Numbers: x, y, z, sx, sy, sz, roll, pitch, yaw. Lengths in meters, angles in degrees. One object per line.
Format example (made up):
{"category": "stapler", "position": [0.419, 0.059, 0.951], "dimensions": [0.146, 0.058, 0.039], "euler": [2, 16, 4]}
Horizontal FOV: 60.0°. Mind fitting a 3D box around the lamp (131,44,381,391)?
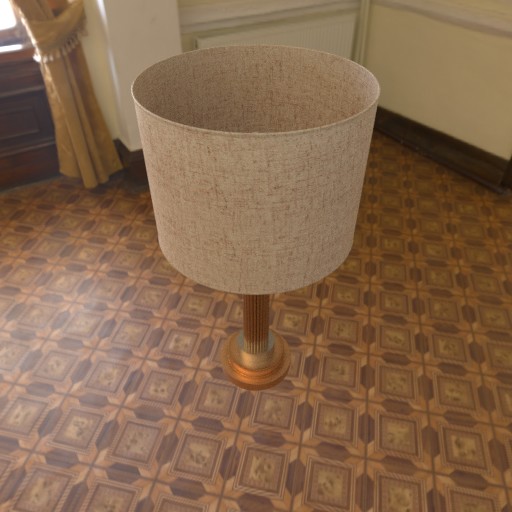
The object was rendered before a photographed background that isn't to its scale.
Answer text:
{"category": "lamp", "position": [0.000, 0.000, 0.782], "dimensions": [0.321, 0.610, 0.321], "euler": [-13, 42, -15]}
